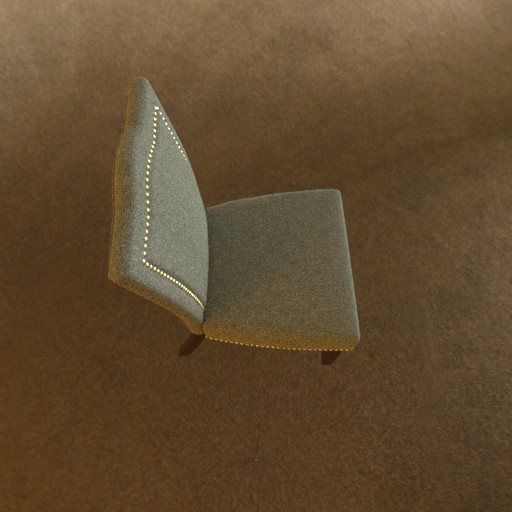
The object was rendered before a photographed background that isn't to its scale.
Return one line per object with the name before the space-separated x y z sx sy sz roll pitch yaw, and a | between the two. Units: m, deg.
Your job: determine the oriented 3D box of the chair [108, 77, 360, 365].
chair | 0.000 0.000 1.307 0.589 0.946 0.518 -2 65 -1
